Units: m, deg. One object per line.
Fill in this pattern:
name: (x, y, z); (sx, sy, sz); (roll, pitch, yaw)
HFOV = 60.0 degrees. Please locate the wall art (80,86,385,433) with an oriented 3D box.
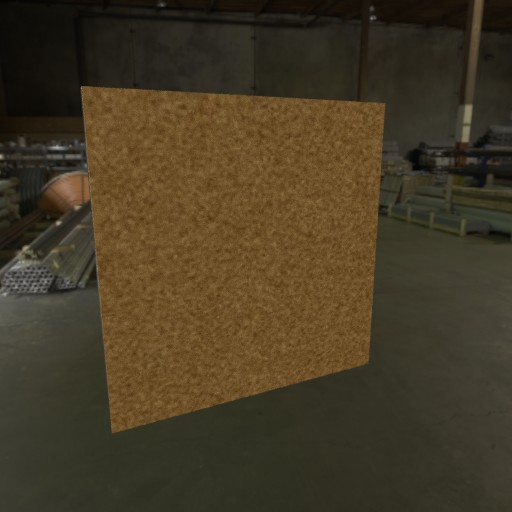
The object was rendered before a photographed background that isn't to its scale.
wall art: (0.000, 0.000, 0.653); (0.446, 0.445, 0.014); (-7, 15, -26)
